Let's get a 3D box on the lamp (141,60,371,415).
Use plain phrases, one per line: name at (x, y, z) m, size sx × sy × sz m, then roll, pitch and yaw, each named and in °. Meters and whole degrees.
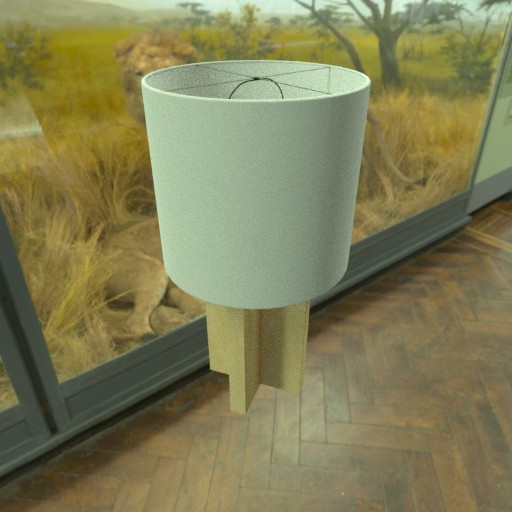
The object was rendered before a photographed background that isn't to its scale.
lamp at (0.000, 0.000, 0.561) m, size 0.229 × 0.428 × 0.229 m, roll 11°, pitch 33°, yaw 17°
